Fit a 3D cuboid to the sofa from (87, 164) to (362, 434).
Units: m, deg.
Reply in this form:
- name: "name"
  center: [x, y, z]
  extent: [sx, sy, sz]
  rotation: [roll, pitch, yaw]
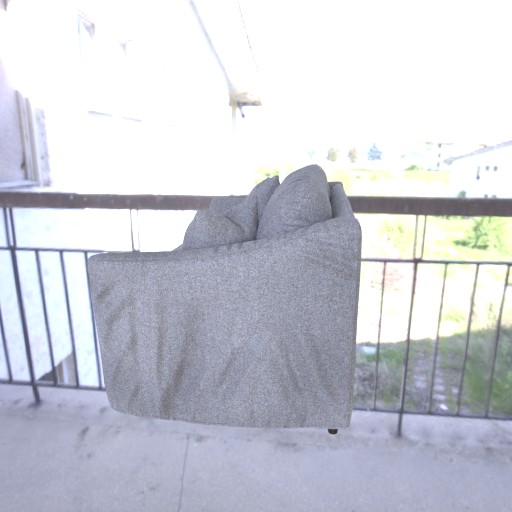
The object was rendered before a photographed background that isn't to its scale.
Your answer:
- name: "sofa"
  center: [0.000, 0.000, 2.621]
  extent: [1.072, 1.018, 2.010]
  rotation: [2, 14, 9]
